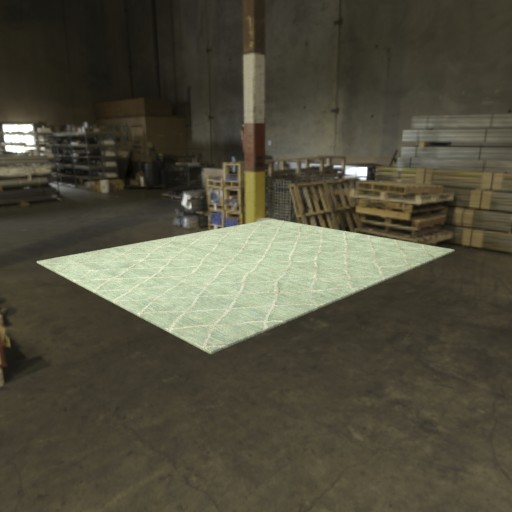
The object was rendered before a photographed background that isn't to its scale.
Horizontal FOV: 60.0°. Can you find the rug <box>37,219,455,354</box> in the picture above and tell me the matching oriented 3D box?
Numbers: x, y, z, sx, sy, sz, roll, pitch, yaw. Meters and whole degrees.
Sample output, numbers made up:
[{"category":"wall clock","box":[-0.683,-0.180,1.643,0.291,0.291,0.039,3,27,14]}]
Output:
[{"category":"rug","box":[0.000,0.000,4.101,3.039,0.019,2.420,-14,20,-43]}]
